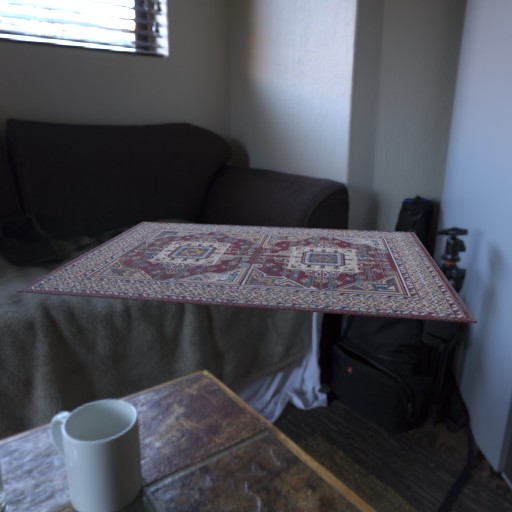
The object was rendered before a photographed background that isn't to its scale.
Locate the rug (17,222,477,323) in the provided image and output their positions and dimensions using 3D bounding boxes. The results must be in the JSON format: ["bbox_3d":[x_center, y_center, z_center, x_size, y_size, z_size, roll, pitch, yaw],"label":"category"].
[{"bbox_3d":[0.000,0.000,2.849,2.210,0.011,1.599,3,17,9],"label":"rug"}]
